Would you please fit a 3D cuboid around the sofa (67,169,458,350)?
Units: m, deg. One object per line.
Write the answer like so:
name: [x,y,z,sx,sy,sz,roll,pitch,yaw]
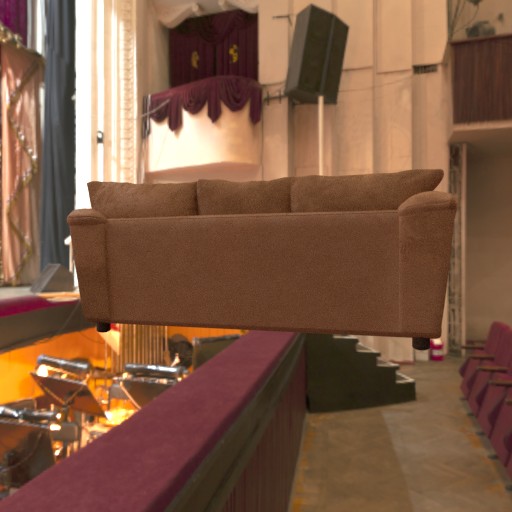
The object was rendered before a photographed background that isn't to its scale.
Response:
sofa: [0.000,0.000,2.852,2.377,0.981,0.893,0,0,17]
